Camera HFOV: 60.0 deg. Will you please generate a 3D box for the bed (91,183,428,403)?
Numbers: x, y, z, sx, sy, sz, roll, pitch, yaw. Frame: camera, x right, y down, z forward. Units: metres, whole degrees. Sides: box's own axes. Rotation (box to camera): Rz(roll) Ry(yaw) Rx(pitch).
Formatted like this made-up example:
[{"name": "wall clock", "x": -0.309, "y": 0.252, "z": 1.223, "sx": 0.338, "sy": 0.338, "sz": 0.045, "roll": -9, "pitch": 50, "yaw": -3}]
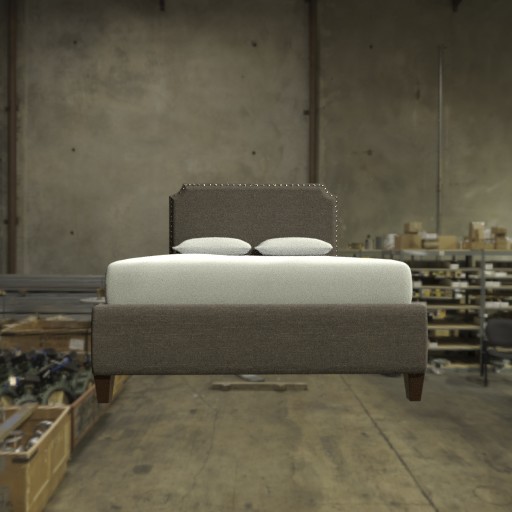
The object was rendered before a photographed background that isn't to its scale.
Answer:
[{"name": "bed", "x": 0.000, "y": 0.000, "z": 3.378, "sx": 1.713, "sy": 1.457, "sz": 2.381, "roll": 0, "pitch": 0, "yaw": -1}]
